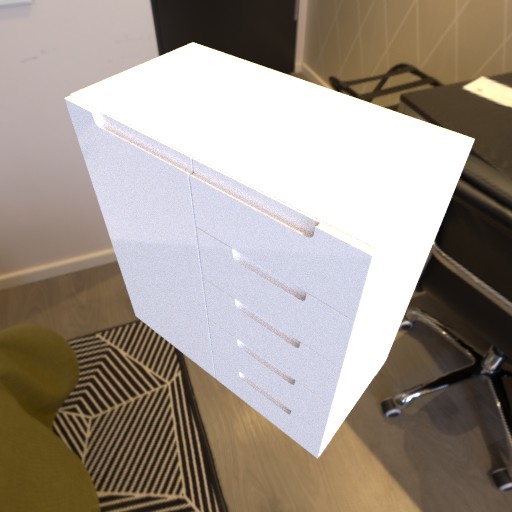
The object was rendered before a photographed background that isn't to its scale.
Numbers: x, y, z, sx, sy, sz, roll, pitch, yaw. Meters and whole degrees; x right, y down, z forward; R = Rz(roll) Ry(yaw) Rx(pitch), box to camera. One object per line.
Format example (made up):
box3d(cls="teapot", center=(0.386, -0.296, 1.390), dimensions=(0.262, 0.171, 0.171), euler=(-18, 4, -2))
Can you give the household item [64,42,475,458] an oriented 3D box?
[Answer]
box3d(cls="household item", center=(0.000, 0.000, 1.272), dimensions=(0.800, 0.870, 0.420), euler=(30, 53, 26))
